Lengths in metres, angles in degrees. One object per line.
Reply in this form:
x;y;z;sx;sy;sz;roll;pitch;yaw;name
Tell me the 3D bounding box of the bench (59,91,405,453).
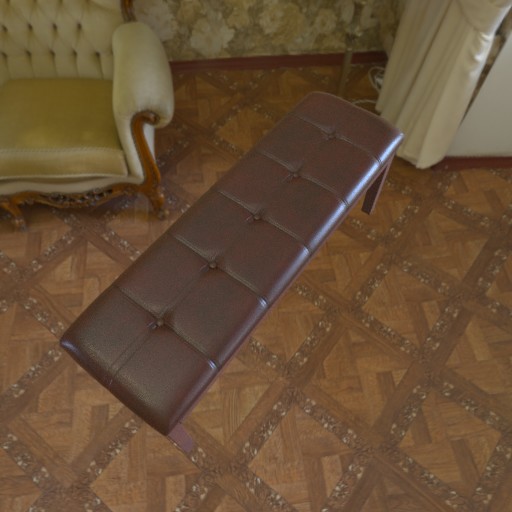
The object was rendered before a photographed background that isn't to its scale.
0.000;0.000;1.537;0.401;0.491;1.259;33;64;18;bench
